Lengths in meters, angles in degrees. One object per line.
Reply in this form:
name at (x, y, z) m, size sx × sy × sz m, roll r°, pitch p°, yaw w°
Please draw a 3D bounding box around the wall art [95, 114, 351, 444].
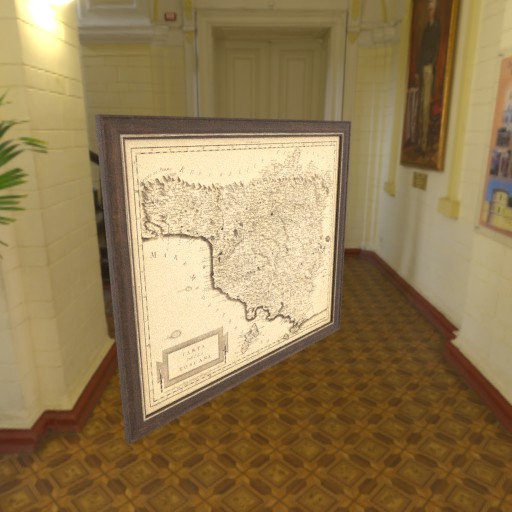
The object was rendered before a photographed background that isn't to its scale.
wall art at (0.000, 0.000, 1.478) m, size 0.023 × 0.875 × 1.033 m, roll 15°, pitch 22°, yaw 42°
